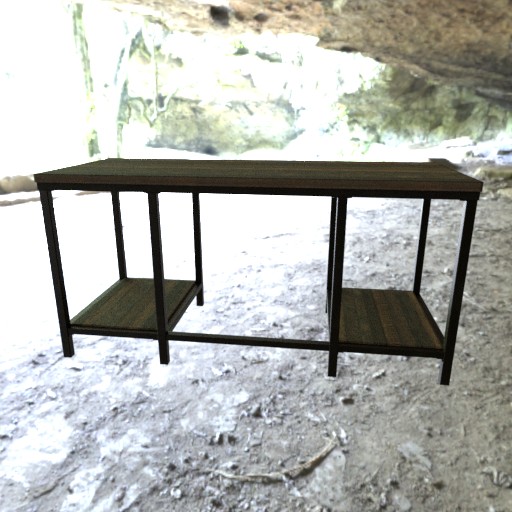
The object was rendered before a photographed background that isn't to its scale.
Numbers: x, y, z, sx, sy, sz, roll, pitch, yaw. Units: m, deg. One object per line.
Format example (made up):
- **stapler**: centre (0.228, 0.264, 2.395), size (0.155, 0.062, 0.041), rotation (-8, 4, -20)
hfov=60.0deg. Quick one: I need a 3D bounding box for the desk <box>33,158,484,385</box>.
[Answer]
- **desk**: centre (0.000, 0.000, 1.908), size (1.538, 0.753, 0.617), rotation (2, 18, 7)
